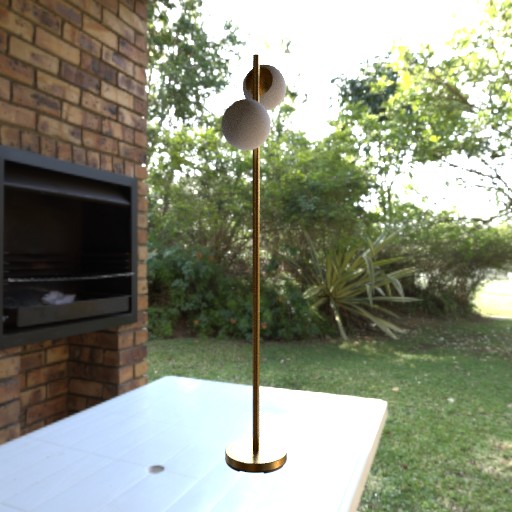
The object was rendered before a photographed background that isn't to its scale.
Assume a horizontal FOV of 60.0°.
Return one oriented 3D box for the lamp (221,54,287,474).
[{"bbox_3d":[0.000,0.000,1.793,0.249,1.641,0.419,0,-1,18],"label":"lamp"}]
